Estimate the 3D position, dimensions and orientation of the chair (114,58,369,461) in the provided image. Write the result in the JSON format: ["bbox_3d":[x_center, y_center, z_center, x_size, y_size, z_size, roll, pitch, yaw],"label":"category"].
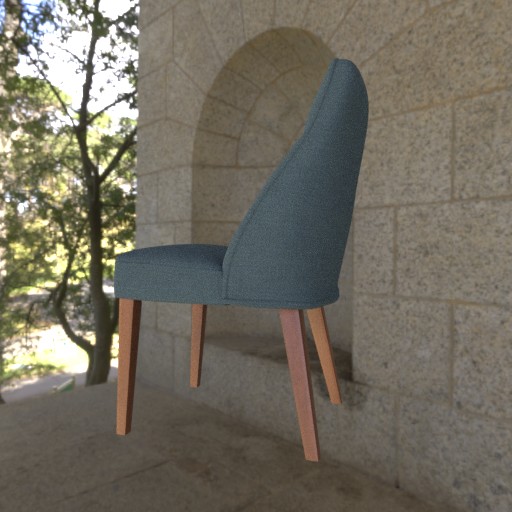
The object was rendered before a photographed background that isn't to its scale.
[{"bbox_3d":[0.000,0.000,1.268,0.620,0.930,0.500,0,1,18],"label":"chair"}]
